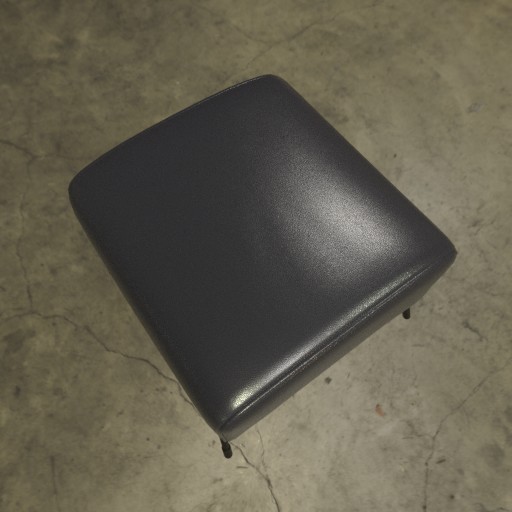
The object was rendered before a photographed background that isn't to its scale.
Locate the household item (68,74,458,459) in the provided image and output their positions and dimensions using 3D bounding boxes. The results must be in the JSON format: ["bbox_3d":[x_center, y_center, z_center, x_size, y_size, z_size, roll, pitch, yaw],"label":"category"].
[{"bbox_3d":[0.000,0.000,0.893,0.530,0.410,0.530,-33,68,-15],"label":"household item"}]
